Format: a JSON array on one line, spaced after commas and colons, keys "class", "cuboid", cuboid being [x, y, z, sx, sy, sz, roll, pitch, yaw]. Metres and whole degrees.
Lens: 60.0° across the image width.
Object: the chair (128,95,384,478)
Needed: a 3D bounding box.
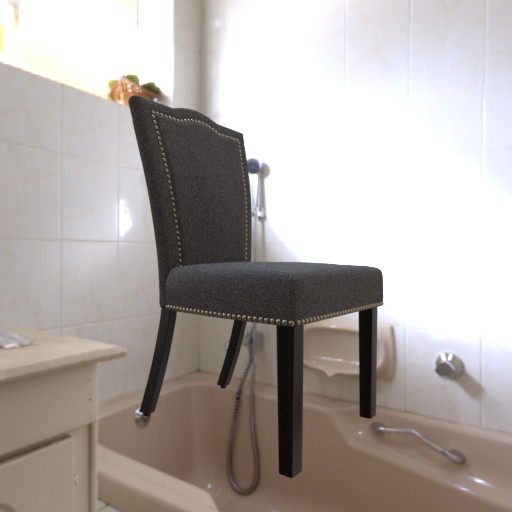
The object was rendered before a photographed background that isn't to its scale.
[{"class": "chair", "cuboid": [0.000, 0.000, 1.290, 0.589, 0.946, 0.518, 0, 0, 37]}]
